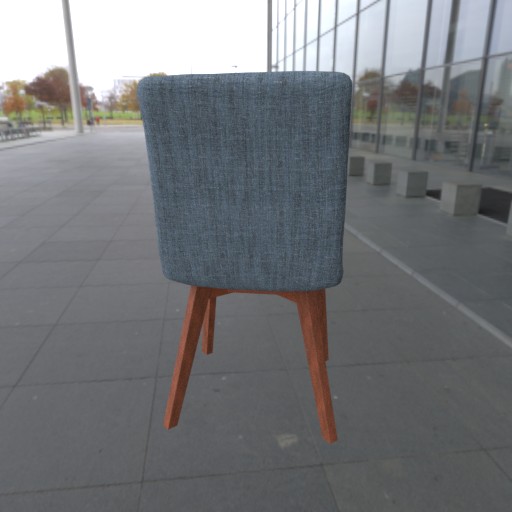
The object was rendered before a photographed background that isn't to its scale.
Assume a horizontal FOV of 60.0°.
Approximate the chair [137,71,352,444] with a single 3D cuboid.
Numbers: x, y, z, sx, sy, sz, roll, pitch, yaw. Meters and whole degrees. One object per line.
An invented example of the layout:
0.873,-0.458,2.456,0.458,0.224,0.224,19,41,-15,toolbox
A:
0.000,0.000,1.317,0.522,0.974,0.563,2,18,7,chair
